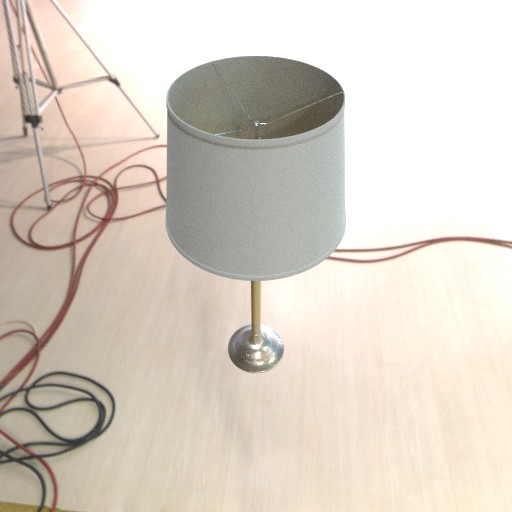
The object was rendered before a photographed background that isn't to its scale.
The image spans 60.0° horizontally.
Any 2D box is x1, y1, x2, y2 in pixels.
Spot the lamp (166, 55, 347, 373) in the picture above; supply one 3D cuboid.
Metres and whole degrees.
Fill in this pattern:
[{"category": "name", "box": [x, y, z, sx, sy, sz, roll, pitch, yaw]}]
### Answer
[{"category": "lamp", "box": [0.000, 0.000, 0.903, 0.331, 0.698, 0.331, 0, 46, 0]}]
